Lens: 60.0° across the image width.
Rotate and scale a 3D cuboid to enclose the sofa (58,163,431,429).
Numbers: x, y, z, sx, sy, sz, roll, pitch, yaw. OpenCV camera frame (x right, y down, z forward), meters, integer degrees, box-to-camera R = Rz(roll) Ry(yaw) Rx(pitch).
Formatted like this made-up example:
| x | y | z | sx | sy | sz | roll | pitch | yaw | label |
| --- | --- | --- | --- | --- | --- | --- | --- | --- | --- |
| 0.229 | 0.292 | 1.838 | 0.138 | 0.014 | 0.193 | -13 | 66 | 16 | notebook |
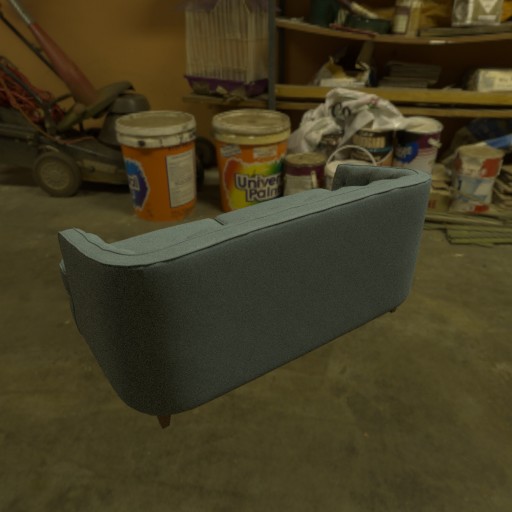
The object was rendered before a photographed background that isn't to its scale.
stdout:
| x | y | z | sx | sy | sz | roll | pitch | yaw | label |
| --- | --- | --- | --- | --- | --- | --- | --- | --- | --- |
| 0.000 | 0.000 | 2.260 | 1.733 | 0.855 | 0.941 | -19 | 34 | -30 | sofa |
